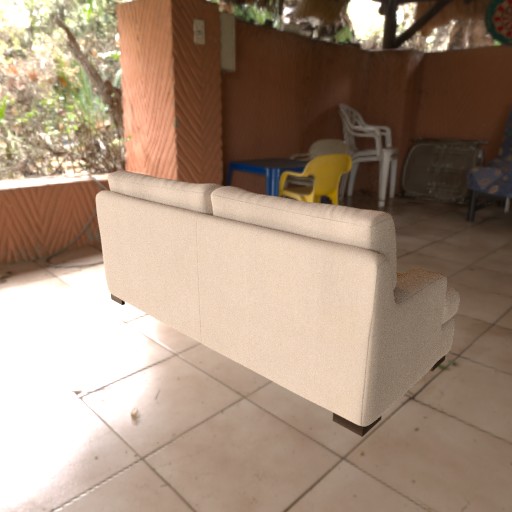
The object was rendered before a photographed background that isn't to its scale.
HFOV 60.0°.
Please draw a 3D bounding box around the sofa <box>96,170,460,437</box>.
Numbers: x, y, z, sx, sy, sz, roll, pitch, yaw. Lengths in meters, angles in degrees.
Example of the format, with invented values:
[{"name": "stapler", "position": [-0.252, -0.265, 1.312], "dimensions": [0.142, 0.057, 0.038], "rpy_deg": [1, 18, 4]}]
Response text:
[{"name": "sofa", "position": [0.000, 0.000, 2.679], "dimensions": [2.147, 0.925, 0.929], "rpy_deg": [16, 24, 42]}]
